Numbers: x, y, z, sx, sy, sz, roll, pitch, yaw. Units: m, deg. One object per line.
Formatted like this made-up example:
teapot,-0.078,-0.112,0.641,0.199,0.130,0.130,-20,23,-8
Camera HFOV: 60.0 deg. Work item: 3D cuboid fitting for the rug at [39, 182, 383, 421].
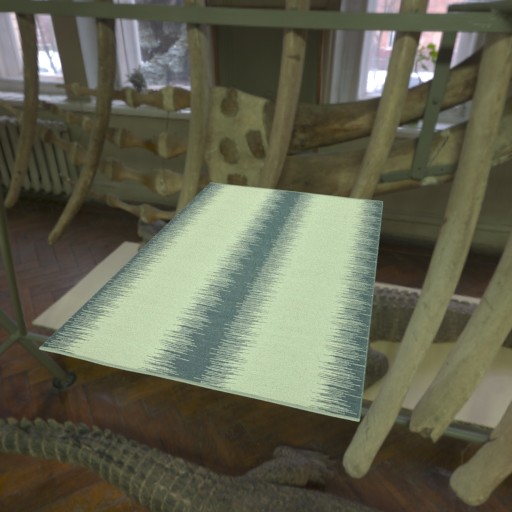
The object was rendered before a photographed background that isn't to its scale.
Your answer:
rug,0.000,0.000,2.344,1.234,0.006,1.854,8,32,14
